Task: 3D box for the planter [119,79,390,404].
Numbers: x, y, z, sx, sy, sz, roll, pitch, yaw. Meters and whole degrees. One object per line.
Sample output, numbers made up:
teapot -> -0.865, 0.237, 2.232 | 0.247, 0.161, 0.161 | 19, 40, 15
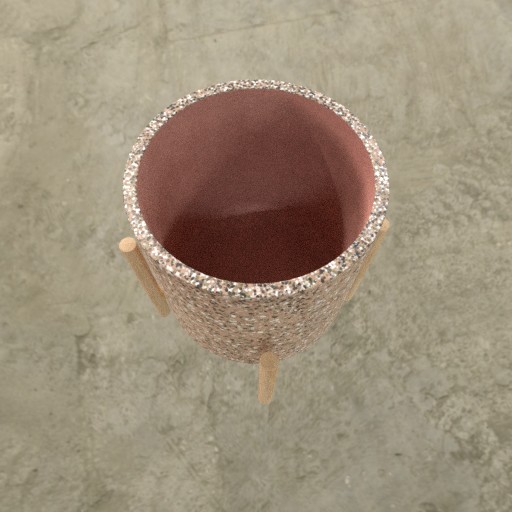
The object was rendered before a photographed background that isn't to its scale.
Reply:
planter -> 0.000, 0.000, 0.694 | 0.360, 0.419, 0.360 | 15, 65, 8
